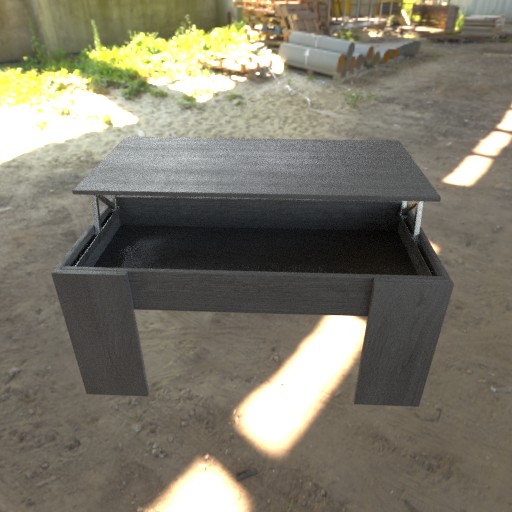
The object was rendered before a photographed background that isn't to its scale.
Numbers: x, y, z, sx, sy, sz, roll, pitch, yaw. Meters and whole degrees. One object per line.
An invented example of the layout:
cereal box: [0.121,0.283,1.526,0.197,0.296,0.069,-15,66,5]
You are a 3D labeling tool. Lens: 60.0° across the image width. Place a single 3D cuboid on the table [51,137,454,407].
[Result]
table: [0.000,0.000,1.467,1.000,0.570,0.711,1,32,2]
